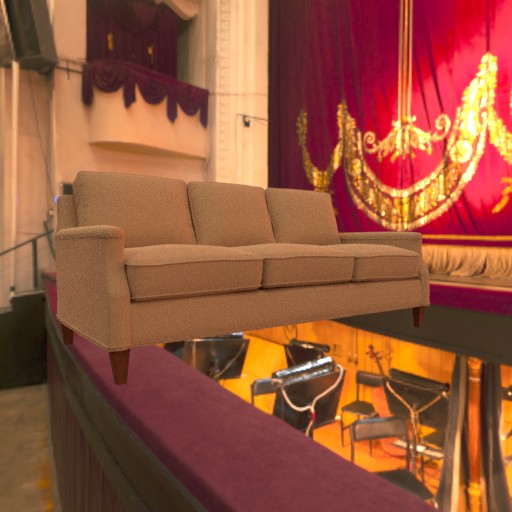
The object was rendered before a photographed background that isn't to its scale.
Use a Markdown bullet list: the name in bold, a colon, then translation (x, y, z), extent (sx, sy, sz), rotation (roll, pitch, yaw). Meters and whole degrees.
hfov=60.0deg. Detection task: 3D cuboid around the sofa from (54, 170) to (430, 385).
- **sofa**: translation (0.000, 0.000, 2.837), extent (2.246, 1.003, 1.084), rotation (-1, 2, -36)
